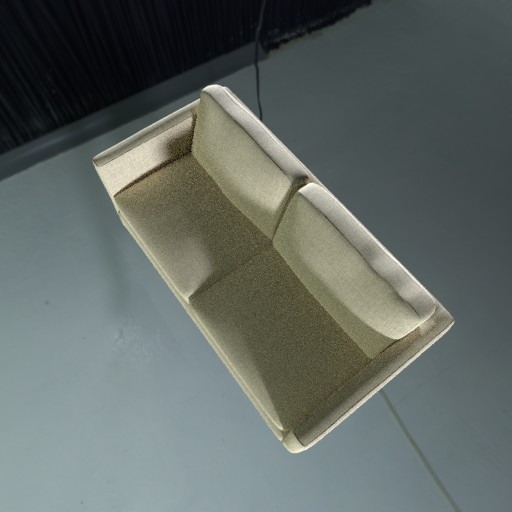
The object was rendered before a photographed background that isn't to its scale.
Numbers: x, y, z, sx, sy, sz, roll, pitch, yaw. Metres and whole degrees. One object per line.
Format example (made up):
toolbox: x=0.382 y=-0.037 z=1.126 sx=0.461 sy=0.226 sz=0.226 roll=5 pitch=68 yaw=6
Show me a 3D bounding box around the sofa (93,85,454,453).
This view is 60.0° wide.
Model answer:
sofa: x=0.000 y=0.000 z=2.494 sx=0.950 sy=0.963 sz=1.884 roll=-34 pitch=69 yaw=-15
